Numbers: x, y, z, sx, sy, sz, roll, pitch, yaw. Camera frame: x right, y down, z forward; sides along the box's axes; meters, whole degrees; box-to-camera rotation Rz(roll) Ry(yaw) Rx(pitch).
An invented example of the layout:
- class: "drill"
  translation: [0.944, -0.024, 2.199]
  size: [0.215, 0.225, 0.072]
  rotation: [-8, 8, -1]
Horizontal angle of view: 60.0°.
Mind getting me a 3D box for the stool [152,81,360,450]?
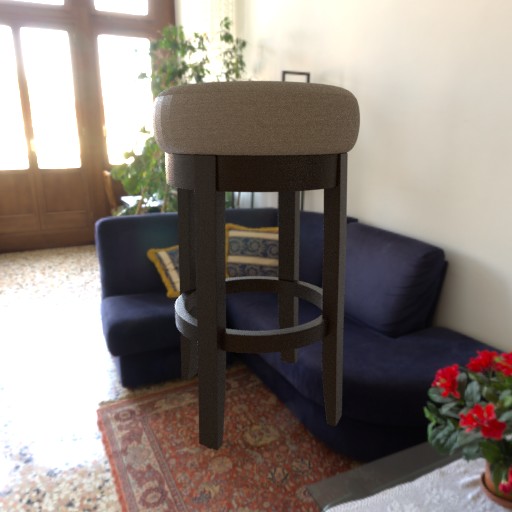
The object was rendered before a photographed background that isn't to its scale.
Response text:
- class: "stool"
  translation: [0.000, 0.000, 1.047]
  size: [0.443, 0.757, 0.443]
  rotation: [0, 15, 0]
